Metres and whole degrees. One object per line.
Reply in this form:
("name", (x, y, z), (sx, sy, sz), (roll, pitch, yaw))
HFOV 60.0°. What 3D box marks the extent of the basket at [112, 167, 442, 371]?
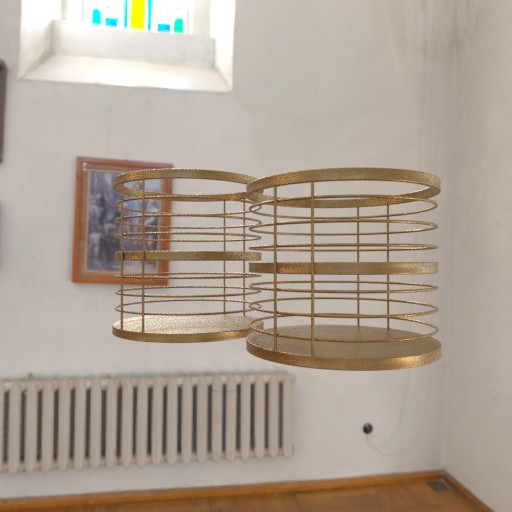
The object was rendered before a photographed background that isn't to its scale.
("basket", (0.000, 0.000, 0.954), (0.746, 0.351, 0.356), (-1, -1, 36))
